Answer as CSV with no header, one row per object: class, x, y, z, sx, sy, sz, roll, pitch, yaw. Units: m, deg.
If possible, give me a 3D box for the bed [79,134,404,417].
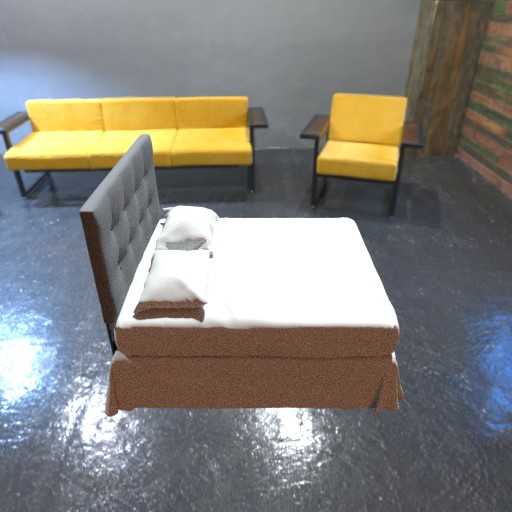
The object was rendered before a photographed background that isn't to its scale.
bed,0.000,0.000,3.642,2.222,1.577,1.936,0,31,0
